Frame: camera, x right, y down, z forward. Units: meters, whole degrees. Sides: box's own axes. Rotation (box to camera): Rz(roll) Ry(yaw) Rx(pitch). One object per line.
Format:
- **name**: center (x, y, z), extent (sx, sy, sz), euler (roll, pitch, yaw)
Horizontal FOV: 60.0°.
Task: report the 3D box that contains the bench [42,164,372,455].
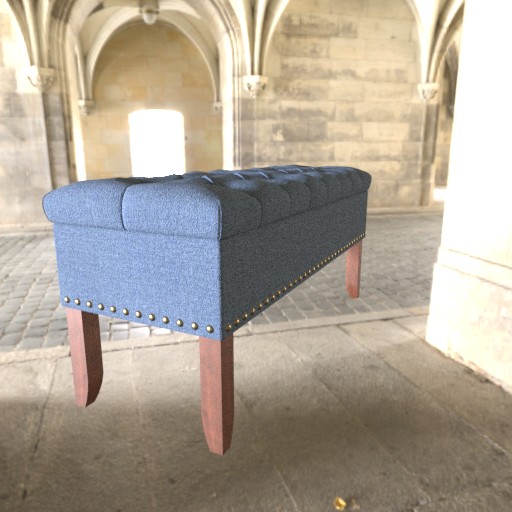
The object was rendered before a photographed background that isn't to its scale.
- **bench**: center (0.000, 0.000, 1.271), extent (0.417, 0.492, 1.052), euler (7, 15, 26)
